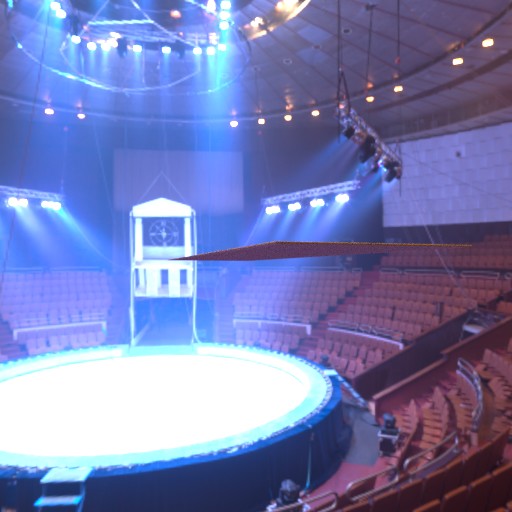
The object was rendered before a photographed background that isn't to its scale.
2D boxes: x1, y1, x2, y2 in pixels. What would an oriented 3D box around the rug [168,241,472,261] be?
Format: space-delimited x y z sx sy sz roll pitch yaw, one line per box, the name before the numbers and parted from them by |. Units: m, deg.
rug | 0.000 0.000 2.501 0.686 0.006 2.437 1 -2 -18
